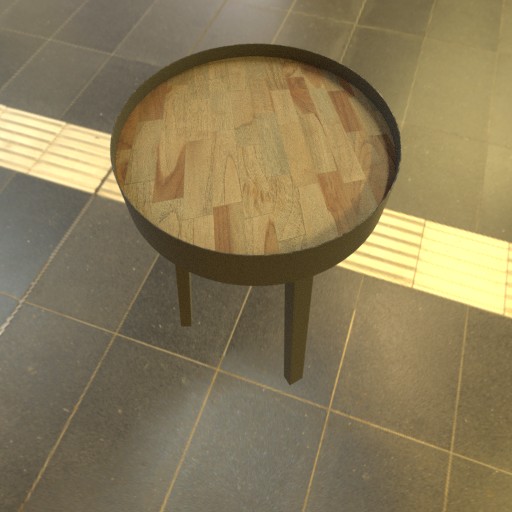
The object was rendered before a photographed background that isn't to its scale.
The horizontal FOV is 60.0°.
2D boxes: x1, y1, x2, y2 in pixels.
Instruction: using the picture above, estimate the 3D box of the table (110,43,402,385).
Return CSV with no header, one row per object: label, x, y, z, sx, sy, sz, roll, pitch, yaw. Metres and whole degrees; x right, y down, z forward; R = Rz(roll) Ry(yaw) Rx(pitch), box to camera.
table,0.000,0.000,0.920,0.406,0.686,0.406,0,59,0
